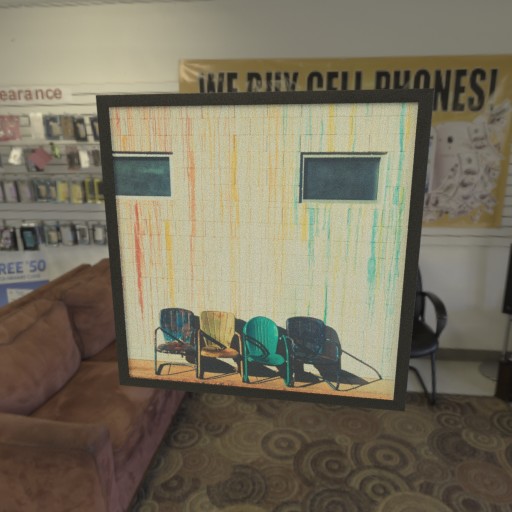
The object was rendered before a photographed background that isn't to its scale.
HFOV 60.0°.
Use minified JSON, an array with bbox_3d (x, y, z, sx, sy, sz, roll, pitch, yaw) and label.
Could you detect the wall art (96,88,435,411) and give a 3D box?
[{"bbox_3d":[0.000,0.000,1.097,0.763,0.763,0.039,2,14,9],"label":"wall art"}]
